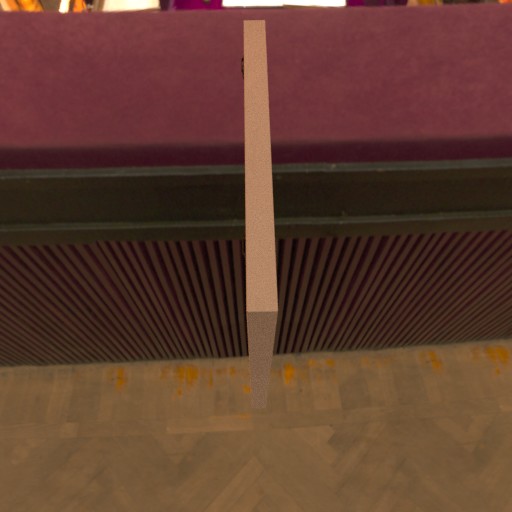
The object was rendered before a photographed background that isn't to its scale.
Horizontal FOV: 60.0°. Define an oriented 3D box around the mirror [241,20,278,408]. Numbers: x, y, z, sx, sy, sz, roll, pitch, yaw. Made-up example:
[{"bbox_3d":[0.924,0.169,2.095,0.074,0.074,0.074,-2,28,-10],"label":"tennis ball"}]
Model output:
[{"bbox_3d":[0.000,0.000,0.929,0.040,0.710,0.507,-1,63,-1],"label":"mirror"}]
